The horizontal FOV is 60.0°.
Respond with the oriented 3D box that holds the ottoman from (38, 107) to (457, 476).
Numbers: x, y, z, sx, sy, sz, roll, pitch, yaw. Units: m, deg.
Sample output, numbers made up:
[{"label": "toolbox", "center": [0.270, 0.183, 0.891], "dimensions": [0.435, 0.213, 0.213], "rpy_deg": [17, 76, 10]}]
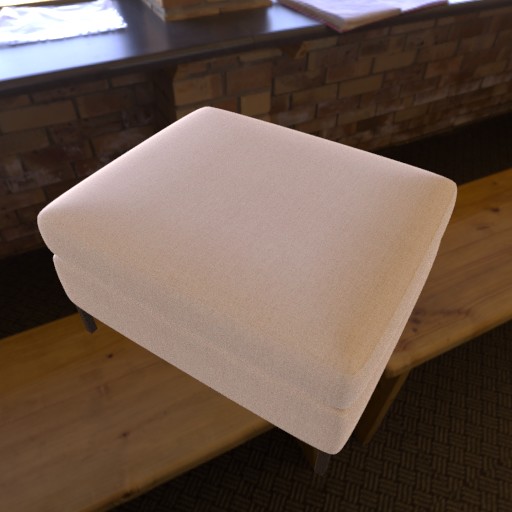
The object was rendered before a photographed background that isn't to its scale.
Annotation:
[{"label": "ottoman", "center": [0.000, 0.000, 1.143], "dimensions": [0.794, 0.453, 0.657], "rpy_deg": [24, 49, 22]}]
